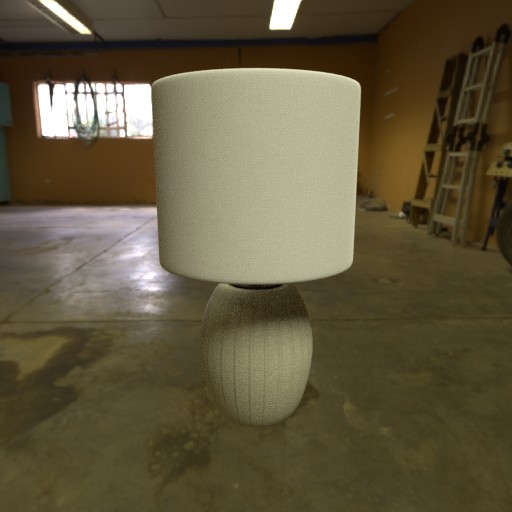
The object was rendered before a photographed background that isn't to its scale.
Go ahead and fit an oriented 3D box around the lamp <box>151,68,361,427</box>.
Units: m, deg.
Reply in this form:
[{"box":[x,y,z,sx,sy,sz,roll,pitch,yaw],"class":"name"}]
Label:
[{"box":[0.000,0.000,0.769,0.329,0.570,0.329,11,17,42],"class":"lamp"}]
